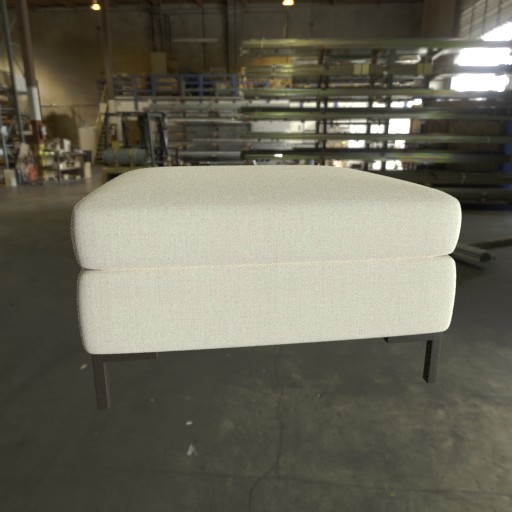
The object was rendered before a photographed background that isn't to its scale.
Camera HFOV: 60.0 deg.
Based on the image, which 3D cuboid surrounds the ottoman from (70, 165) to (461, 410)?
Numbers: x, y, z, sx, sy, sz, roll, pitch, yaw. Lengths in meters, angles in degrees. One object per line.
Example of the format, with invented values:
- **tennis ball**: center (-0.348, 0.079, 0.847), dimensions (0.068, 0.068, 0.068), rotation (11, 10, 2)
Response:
- **ottoman**: center (0.000, 0.000, 1.185), dimensions (0.794, 0.453, 0.657), rotation (-2, 16, -8)
